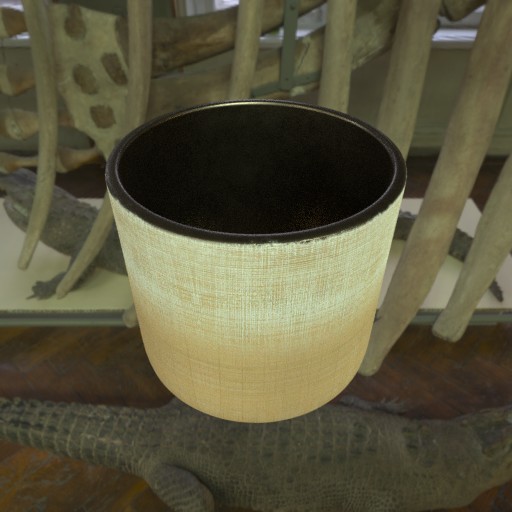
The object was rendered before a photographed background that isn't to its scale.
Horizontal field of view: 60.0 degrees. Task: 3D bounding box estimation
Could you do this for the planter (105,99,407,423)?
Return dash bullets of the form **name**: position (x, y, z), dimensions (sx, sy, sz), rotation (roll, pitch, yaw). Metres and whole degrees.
- **planter**: position (0.000, 0.000, 0.391), dimensions (0.221, 0.201, 0.221), rotation (0, 40, 0)
